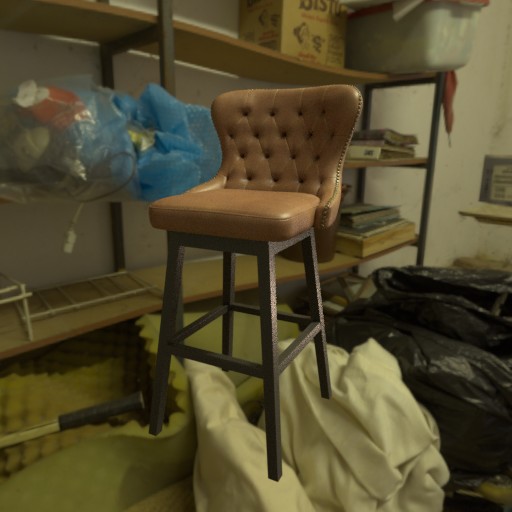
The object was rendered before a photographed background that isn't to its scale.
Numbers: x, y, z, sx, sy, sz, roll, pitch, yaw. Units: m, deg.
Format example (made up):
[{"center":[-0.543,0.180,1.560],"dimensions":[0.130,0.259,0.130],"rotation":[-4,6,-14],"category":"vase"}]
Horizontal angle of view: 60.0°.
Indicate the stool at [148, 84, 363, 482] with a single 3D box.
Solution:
[{"center":[0.000,0.000,1.399],"dimensions":[0.528,1.050,0.601],"rotation":[8,17,26],"category":"stool"}]
